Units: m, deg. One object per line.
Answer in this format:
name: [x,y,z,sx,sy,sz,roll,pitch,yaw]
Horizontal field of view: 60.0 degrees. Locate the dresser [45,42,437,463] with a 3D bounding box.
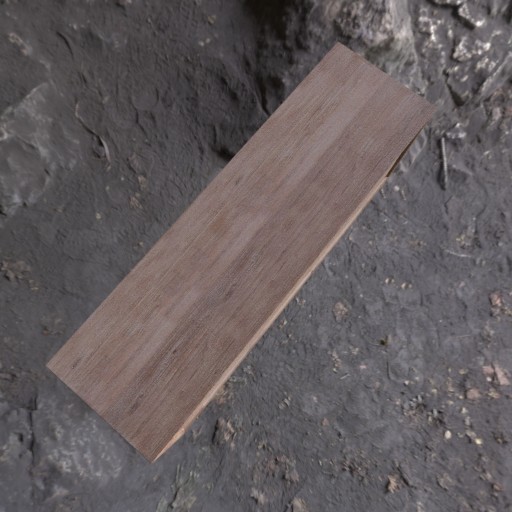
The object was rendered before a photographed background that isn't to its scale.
dresser: [0.000,0.000,1.904,0.455,0.805,1.554,38,79,9]
